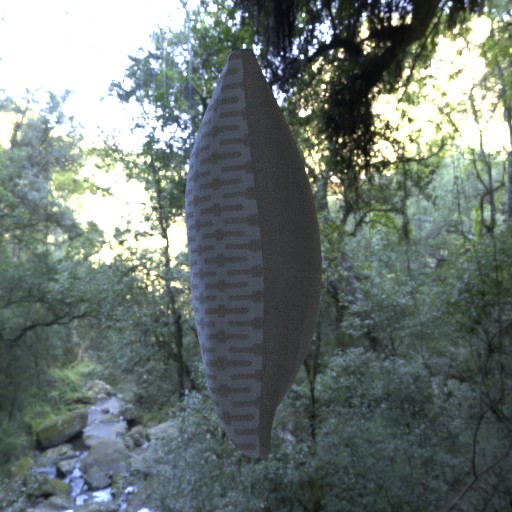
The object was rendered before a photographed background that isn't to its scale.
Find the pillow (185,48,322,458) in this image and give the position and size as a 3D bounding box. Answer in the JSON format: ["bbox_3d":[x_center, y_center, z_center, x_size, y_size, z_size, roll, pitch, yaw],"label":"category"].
[{"bbox_3d":[0.000,0.000,0.769,0.219,0.491,0.496,0,-1,1],"label":"pillow"}]
